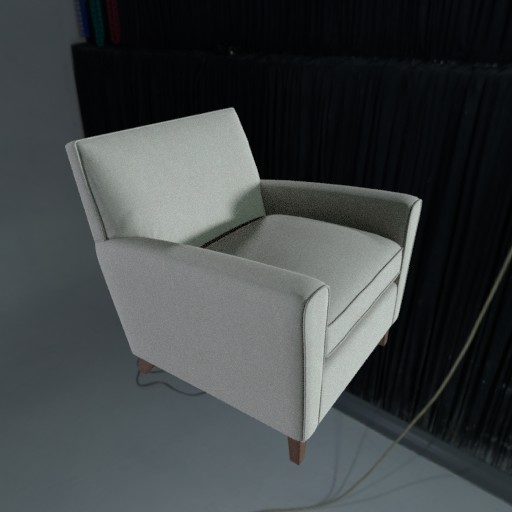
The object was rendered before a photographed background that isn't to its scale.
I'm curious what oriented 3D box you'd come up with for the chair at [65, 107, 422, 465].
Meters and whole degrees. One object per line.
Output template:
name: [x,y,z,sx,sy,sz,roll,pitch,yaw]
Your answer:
chair: [0.000,0.000,1.567,0.871,0.846,0.840,18,32,31]
